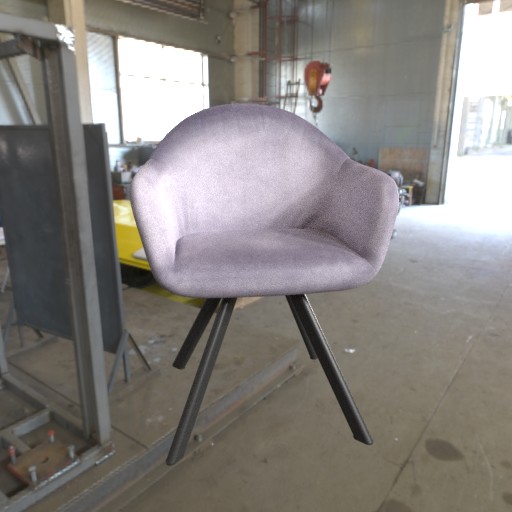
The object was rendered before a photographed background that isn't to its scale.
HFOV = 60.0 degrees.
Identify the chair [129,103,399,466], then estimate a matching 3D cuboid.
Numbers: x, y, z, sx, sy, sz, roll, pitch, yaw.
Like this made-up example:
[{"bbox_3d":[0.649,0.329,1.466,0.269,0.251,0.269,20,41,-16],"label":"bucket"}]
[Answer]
[{"bbox_3d":[0.000,0.000,1.149,0.570,0.780,0.540,-2,15,-8],"label":"chair"}]
